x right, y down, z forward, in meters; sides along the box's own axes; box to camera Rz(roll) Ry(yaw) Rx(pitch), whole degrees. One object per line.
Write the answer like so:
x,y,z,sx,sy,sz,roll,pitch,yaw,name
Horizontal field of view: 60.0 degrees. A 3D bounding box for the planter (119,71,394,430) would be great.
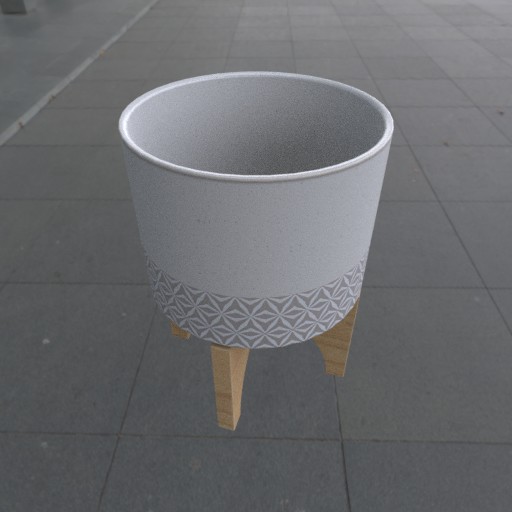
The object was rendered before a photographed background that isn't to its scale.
0.000,0.000,0.393,0.188,0.260,0.188,0,39,0,planter
